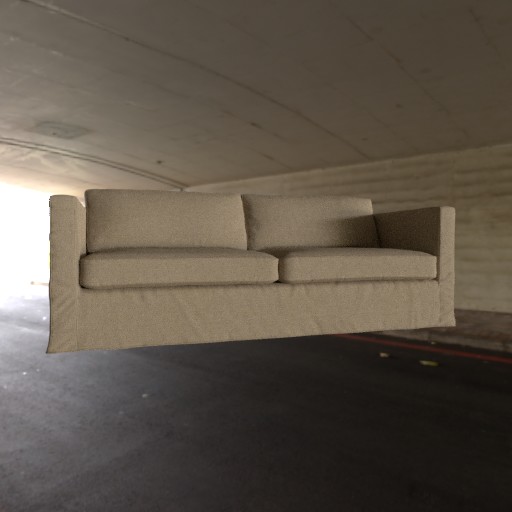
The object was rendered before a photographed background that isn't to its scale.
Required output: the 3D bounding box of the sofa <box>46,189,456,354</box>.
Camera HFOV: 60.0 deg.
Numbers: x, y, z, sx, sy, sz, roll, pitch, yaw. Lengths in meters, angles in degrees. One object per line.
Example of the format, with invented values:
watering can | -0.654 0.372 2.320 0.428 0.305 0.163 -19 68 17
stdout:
sofa | 0.000 0.000 2.764 2.296 0.847 0.956 -1 2 -17
